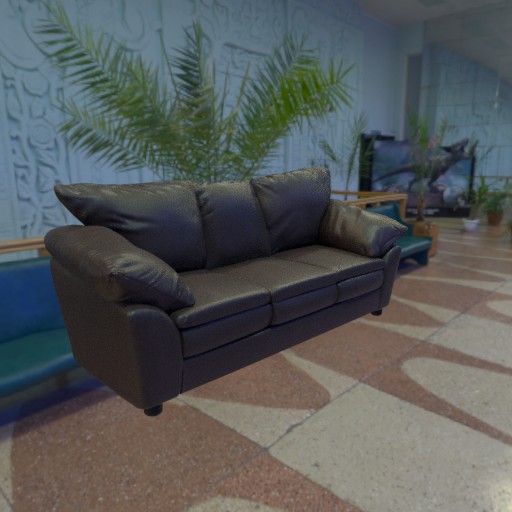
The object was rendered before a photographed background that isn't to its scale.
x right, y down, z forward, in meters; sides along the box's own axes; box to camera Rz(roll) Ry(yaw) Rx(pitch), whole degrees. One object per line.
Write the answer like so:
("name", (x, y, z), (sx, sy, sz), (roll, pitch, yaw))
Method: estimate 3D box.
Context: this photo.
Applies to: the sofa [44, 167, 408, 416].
("sofa", (0.000, 0.000, 2.827), (2.390, 1.091, 0.907), (-11, 17, -43))
